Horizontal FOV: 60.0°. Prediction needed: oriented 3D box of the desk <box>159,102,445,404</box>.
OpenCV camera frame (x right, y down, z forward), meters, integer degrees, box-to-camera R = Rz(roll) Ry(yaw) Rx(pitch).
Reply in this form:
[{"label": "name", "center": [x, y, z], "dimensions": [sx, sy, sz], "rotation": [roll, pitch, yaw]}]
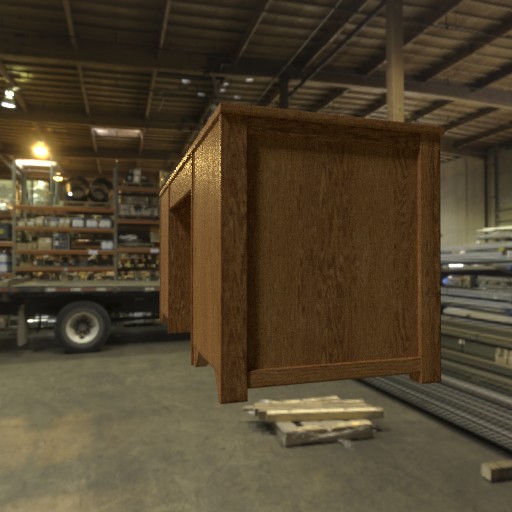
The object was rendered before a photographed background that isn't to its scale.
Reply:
[{"label": "desk", "center": [0.000, 0.000, 1.942], "dimensions": [0.685, 0.751, 1.567], "rotation": [0, -1, -18]}]
